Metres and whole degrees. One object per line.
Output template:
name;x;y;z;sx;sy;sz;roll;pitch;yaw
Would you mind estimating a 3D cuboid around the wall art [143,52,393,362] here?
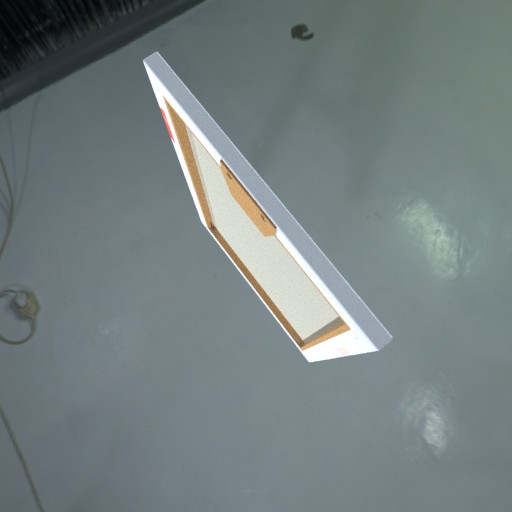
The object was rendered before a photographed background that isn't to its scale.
wall art;0.000;0.000;1.109;0.036;0.848;0.613;-36;78;-9
